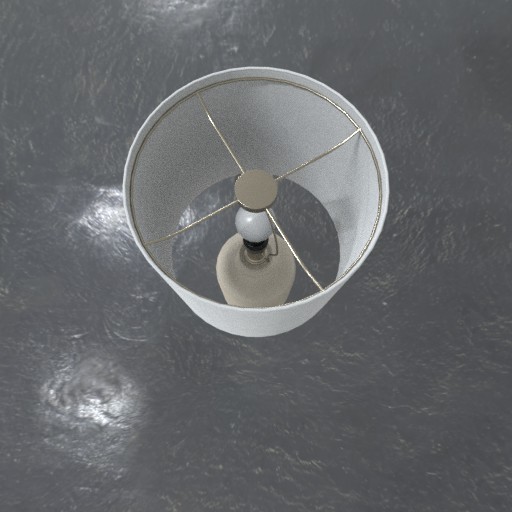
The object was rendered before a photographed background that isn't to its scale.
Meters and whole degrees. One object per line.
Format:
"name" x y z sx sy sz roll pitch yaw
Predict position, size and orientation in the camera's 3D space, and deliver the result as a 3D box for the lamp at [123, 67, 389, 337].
"lamp" 0.000 0.000 0.596 0.220 0.475 0.220 -16 75 -4
